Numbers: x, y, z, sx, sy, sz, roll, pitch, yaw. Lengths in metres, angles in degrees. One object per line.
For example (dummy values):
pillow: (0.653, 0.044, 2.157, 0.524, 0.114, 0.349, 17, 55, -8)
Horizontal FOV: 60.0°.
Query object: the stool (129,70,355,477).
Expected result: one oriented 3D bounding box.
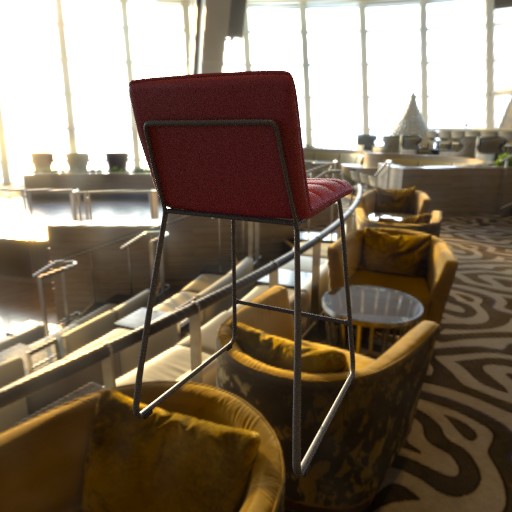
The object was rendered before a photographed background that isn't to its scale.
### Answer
stool: (0.000, 0.000, 1.192, 0.489, 0.866, 0.524, 8, 18, 26)
